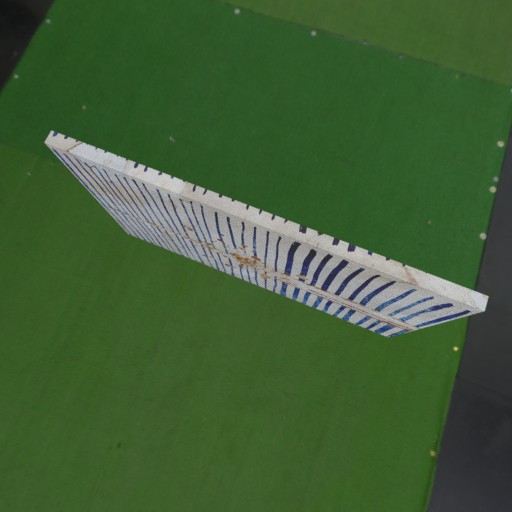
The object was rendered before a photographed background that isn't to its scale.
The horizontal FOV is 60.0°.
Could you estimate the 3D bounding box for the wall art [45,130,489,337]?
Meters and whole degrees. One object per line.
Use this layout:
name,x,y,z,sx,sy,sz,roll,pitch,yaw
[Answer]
wall art,0.000,0.000,1.438,1.143,0.757,0.038,21,76,6
